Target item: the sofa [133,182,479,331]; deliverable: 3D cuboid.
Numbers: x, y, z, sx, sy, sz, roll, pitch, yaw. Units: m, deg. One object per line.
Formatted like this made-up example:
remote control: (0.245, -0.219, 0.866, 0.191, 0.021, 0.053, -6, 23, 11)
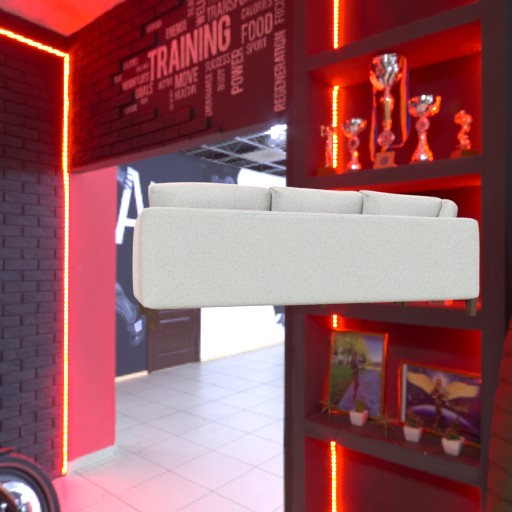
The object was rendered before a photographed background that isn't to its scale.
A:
sofa: (0.000, 0.000, 4.664, 2.593, 0.956, 3.459, 0, -1, -18)
